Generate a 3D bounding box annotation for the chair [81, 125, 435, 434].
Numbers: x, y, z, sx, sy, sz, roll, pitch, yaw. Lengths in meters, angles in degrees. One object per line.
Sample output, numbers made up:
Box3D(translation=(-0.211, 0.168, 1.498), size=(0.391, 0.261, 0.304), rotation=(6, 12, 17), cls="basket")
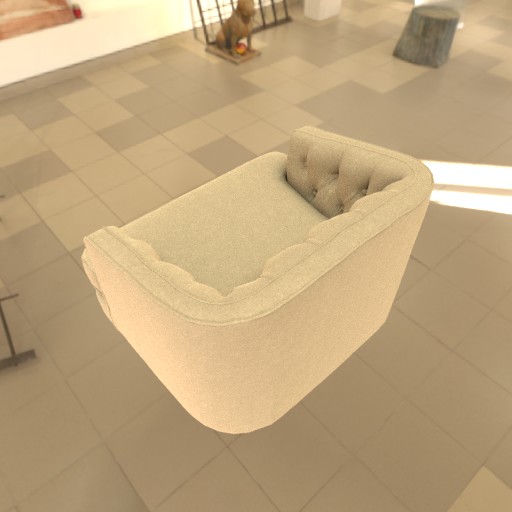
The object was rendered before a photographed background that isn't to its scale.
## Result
Box3D(translation=(0.000, 0.000, 1.778), size=(1.104, 0.852, 0.941), rotation=(-33, 55, -27), cls="chair")
